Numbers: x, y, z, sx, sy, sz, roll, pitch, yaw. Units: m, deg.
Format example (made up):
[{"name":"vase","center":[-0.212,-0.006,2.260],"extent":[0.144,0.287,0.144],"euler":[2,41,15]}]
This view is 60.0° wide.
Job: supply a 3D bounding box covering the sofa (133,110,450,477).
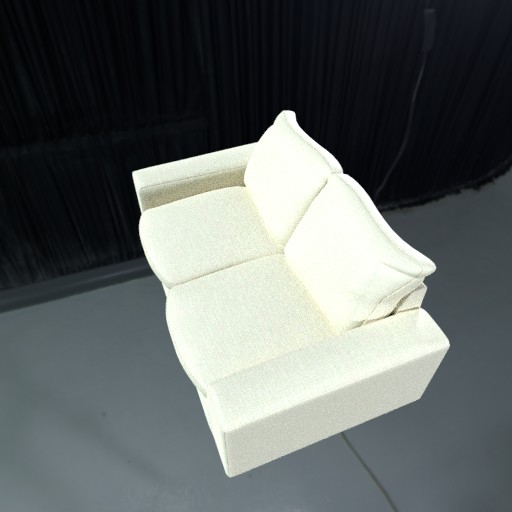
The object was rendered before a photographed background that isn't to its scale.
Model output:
[{"name":"sofa","center":[0.000,0.000,2.371],"extent":[1.091,0.875,1.754],"euler":[-16,48,-15]}]
